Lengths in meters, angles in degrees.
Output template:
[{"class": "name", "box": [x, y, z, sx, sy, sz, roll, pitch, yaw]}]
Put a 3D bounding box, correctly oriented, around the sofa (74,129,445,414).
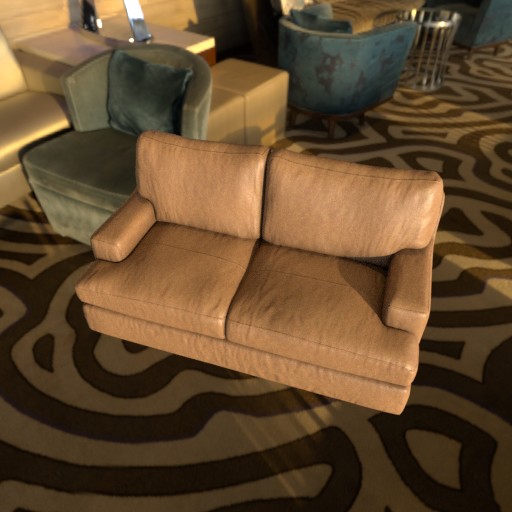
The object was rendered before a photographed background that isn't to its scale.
[{"class": "sofa", "box": [0.000, 0.000, 2.464, 1.855, 0.980, 0.962, 12, 42, 14]}]
